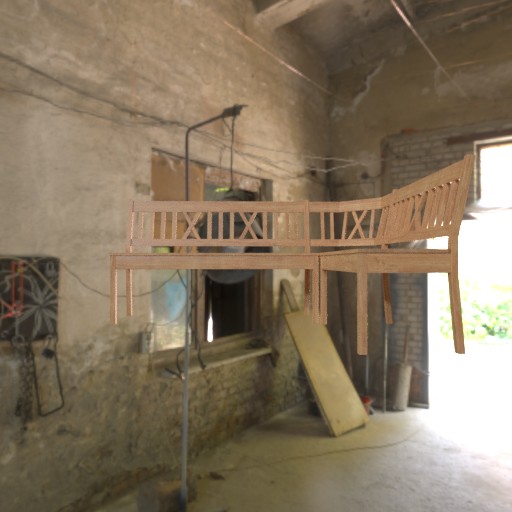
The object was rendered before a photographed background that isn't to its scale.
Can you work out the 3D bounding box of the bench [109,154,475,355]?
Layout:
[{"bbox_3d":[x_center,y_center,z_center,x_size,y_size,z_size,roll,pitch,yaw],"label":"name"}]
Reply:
[{"bbox_3d":[0.000,0.000,2.736,1.937,0.902,1.537,0,-1,-2],"label":"bench"}]
